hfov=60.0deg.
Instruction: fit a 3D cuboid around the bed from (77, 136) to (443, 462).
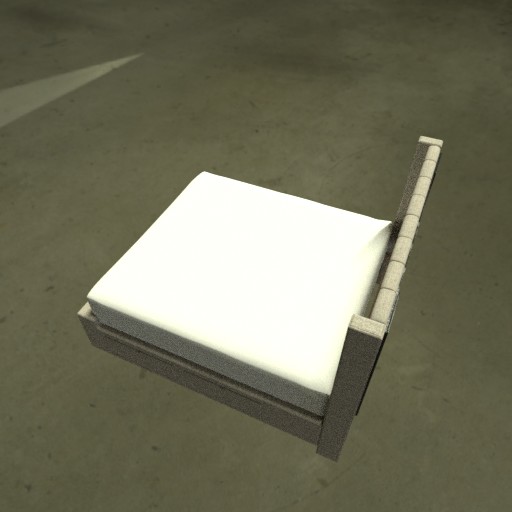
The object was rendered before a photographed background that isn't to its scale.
[{"bbox_3d":[0.000,0.000,3.823,2.372,1.748,2.044,18,49,17],"label":"bed"}]
